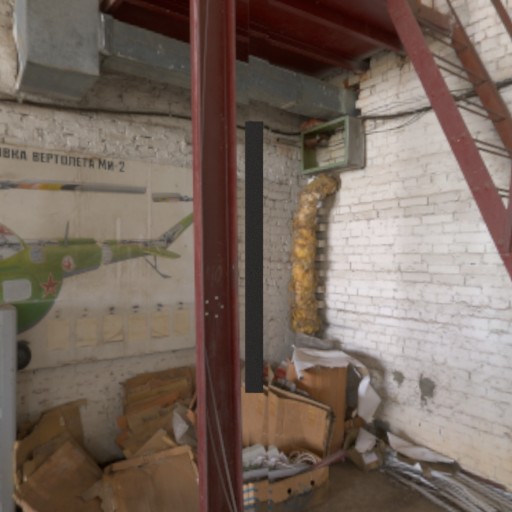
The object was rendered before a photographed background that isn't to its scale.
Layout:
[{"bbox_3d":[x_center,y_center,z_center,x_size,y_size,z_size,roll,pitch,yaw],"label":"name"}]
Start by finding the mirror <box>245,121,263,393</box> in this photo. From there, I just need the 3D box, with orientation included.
[{"bbox_3d":[0.000,0.000,1.919,0.047,0.692,1.584,0,0,0],"label":"mirror"}]
